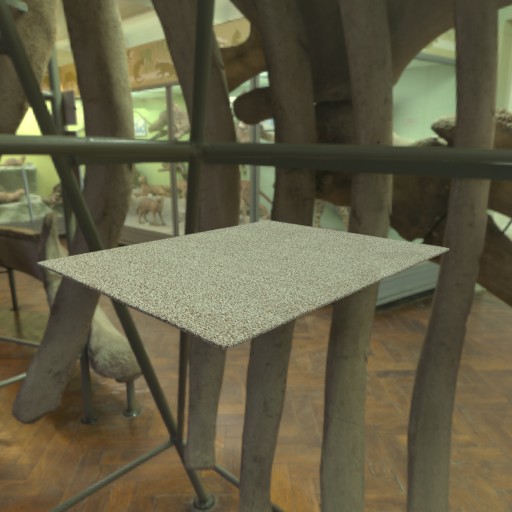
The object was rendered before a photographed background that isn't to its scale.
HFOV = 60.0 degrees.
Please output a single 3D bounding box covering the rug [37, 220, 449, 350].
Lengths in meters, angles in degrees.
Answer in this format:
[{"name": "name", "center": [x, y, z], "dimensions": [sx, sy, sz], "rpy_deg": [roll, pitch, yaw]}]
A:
[{"name": "rug", "center": [0.000, 0.000, 4.147], "dimensions": [2.438, 0.029, 3.047], "rpy_deg": [13, 19, 42]}]
